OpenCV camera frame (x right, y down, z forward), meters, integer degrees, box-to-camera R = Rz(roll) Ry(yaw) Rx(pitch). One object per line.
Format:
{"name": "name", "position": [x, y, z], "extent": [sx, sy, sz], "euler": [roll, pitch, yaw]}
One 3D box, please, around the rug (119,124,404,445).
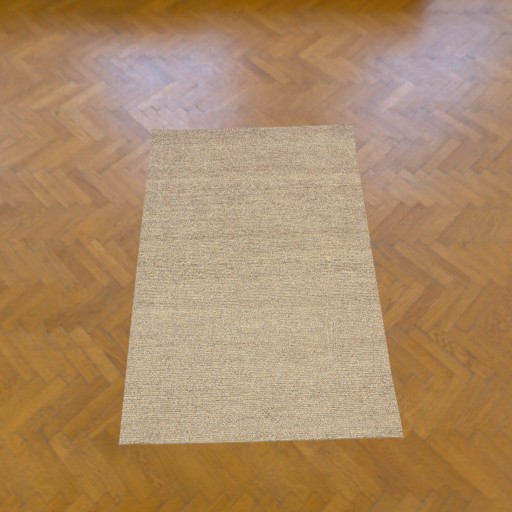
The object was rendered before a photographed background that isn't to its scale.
{"name": "rug", "position": [0.000, 0.000, 3.017], "extent": [1.609, 0.030, 2.342], "euler": [-1, 63, -1]}
